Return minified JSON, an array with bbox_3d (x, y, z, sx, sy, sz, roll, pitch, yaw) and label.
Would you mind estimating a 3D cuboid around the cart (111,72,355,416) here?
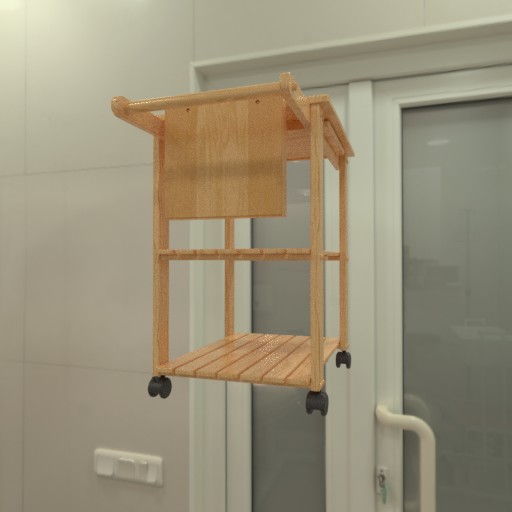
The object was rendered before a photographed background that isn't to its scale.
[{"bbox_3d":[0.000,0.000,1.374,0.520,0.816,0.843,0,-1,18],"label":"cart"}]
